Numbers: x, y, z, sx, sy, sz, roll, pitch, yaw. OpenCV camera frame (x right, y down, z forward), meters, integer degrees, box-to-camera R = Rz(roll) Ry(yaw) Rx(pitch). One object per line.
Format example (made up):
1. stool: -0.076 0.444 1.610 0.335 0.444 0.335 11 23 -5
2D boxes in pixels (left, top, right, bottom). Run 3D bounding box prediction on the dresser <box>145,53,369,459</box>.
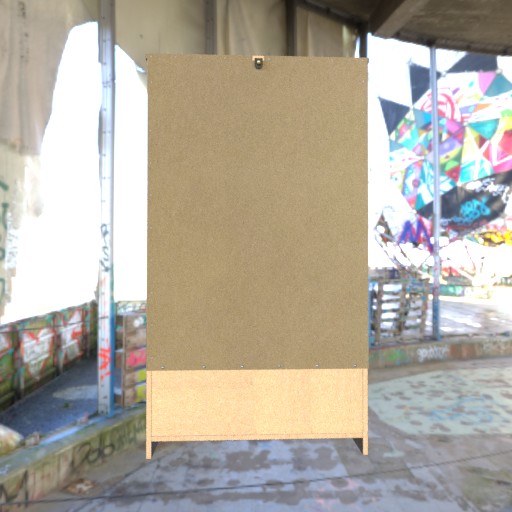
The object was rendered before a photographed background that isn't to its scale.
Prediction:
1. dresser: 0.000 0.000 1.565 0.704 1.254 0.418 0 -1 -2
